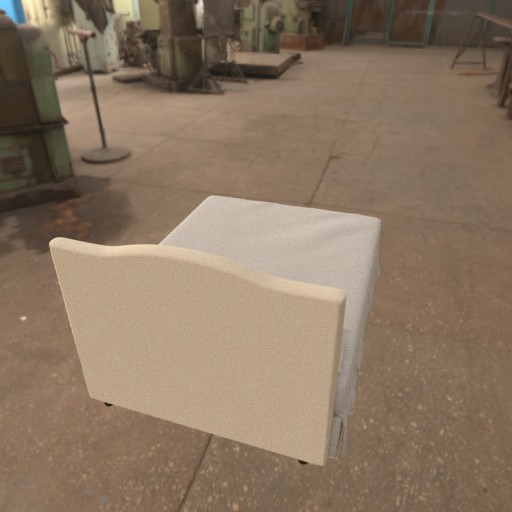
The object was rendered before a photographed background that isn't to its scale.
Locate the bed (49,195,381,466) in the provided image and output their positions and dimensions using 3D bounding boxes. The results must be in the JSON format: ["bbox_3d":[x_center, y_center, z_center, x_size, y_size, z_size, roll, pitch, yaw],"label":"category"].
[{"bbox_3d":[0.000,0.000,3.629,1.977,1.437,2.477,10,33,16],"label":"bed"}]
